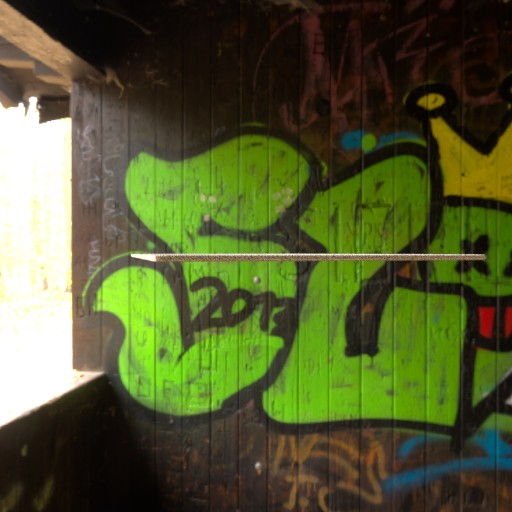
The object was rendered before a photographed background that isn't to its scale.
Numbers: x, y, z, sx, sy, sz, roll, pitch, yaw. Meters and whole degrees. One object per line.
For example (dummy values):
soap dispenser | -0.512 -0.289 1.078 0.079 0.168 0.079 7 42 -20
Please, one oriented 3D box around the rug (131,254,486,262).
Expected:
rug | 0.000 0.000 3.445 1.778 0.030 2.743 0 0 -18
